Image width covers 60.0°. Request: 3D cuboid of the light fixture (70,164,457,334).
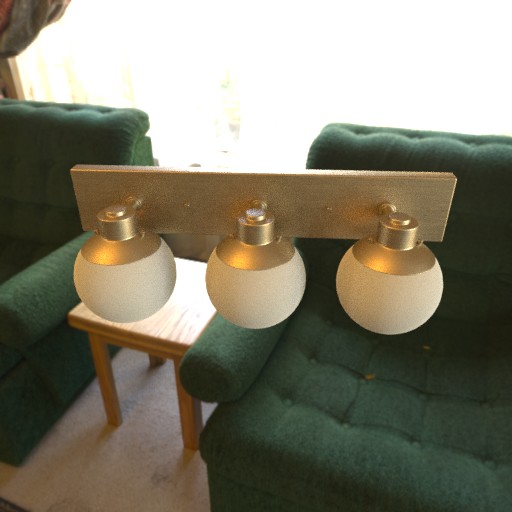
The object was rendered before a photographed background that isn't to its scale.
[{"bbox_3d":[0.000,0.000,0.821,0.721,0.263,0.218,2,30,3],"label":"light fixture"}]
